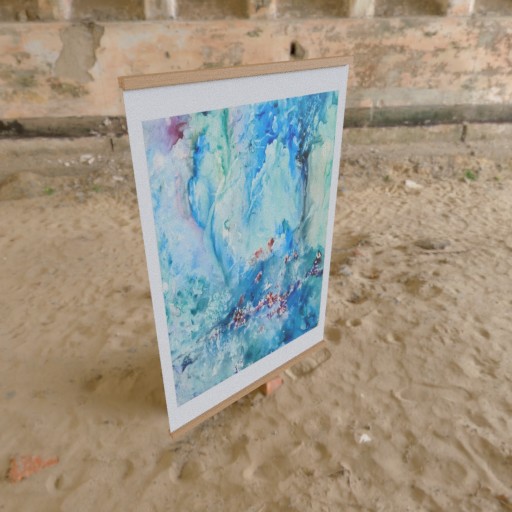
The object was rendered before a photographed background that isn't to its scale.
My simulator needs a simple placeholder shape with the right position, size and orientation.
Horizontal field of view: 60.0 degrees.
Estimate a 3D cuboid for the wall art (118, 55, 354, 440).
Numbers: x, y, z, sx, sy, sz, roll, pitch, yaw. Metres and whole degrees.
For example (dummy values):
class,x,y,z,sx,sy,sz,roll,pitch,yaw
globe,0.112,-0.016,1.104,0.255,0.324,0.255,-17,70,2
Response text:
class,x,y,z,sx,sy,sz,roll,pitch,yaw
wall art,0.000,0.000,1.894,0.991,1.510,0.040,-22,36,-34
